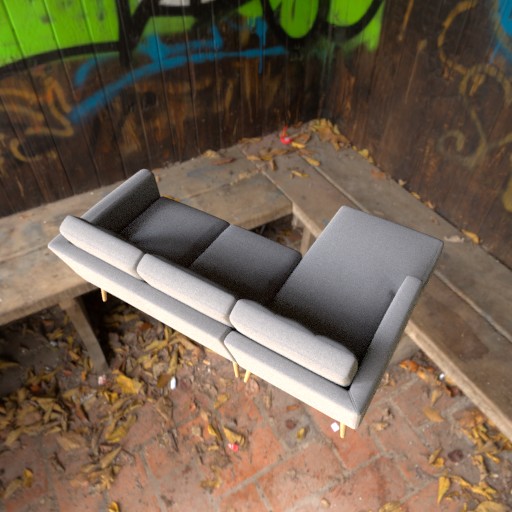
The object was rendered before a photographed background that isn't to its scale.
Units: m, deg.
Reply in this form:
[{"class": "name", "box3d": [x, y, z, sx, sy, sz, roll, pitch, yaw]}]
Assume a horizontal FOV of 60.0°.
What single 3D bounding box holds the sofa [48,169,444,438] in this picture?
[{"class": "sofa", "box3d": [0.000, 0.000, 2.868, 2.040, 0.860, 1.530, 24, 51, 21]}]
